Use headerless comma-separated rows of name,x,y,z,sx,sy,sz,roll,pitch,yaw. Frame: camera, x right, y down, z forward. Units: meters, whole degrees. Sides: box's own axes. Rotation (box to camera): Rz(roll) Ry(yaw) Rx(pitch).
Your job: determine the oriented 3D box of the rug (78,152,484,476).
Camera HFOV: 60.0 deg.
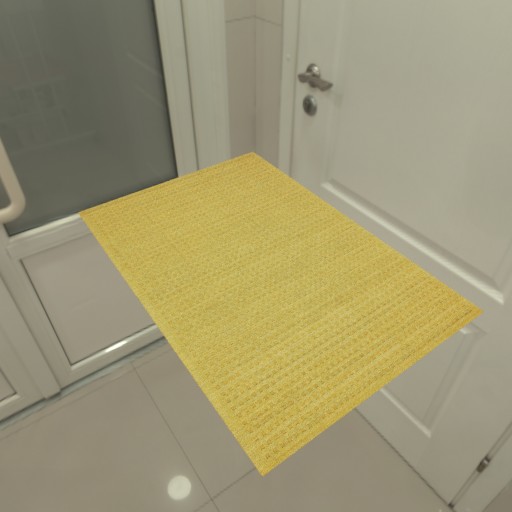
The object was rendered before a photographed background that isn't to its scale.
rug,0.000,0.000,3.654,1.981,0.006,2.895,-25,48,-26
